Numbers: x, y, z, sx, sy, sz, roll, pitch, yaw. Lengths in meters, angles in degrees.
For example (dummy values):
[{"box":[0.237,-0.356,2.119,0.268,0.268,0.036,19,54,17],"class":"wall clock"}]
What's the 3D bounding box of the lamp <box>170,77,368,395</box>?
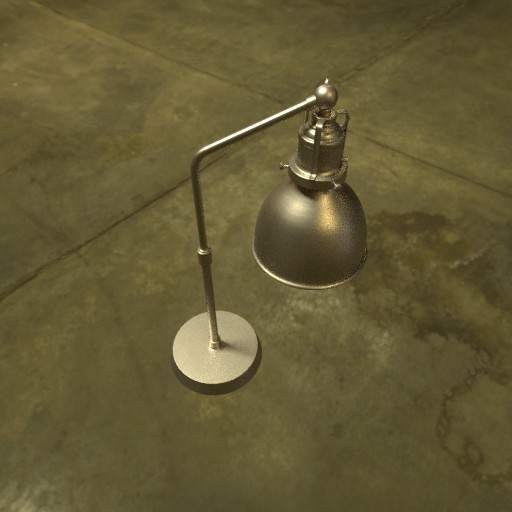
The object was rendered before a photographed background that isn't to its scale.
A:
[{"box":[0.000,0.000,0.580,0.286,0.456,0.153,-3,46,-3],"class":"lamp"}]
